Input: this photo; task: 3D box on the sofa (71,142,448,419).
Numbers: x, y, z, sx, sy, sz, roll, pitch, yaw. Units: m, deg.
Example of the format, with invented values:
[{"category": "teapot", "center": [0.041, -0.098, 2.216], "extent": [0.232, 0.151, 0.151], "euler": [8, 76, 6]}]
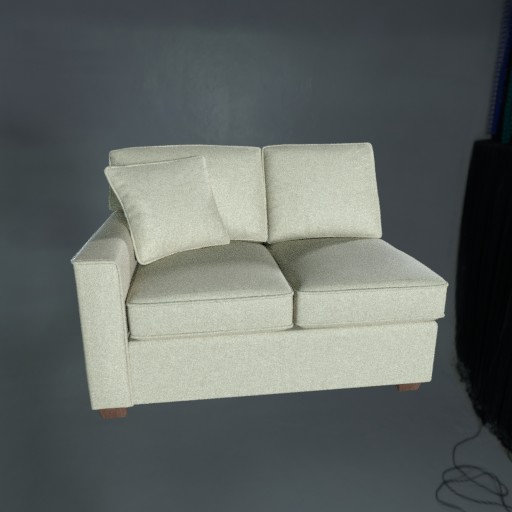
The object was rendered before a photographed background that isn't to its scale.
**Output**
[{"category": "sofa", "center": [0.000, 0.000, 2.051], "extent": [1.388, 0.989, 0.991], "euler": [-2, 17, -8]}]
